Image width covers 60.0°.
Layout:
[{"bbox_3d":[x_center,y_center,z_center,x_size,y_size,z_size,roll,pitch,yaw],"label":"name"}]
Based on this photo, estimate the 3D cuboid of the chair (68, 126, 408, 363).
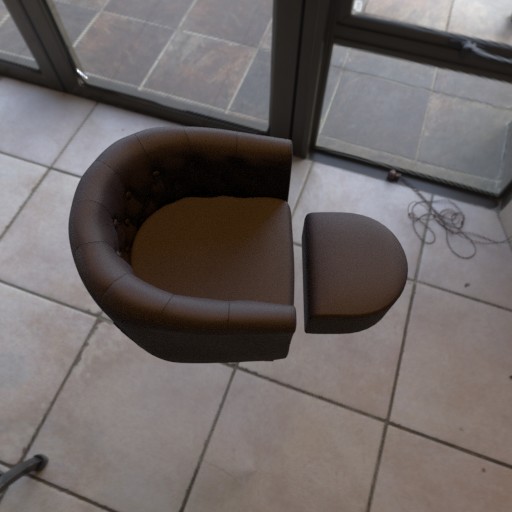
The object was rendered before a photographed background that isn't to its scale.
[{"bbox_3d":[0.000,0.000,1.706,1.191,0.760,0.763,1,64,0],"label":"chair"}]
